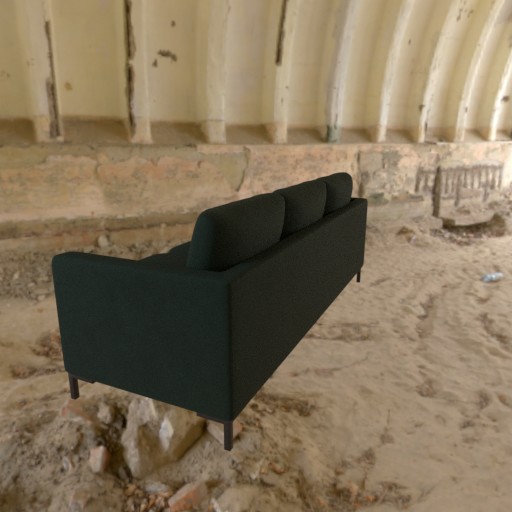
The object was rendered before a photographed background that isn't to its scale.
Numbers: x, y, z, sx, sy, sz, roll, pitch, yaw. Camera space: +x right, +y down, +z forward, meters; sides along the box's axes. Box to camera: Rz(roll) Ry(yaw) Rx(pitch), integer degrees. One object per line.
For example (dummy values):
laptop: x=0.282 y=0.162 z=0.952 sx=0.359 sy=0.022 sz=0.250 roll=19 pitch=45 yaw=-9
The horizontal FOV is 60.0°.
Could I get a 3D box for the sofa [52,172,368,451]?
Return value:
sofa: x=0.000 y=0.000 z=2.649 sx=0.859 sy=0.870 sz=2.218 roll=7 pitch=17 yaw=24
